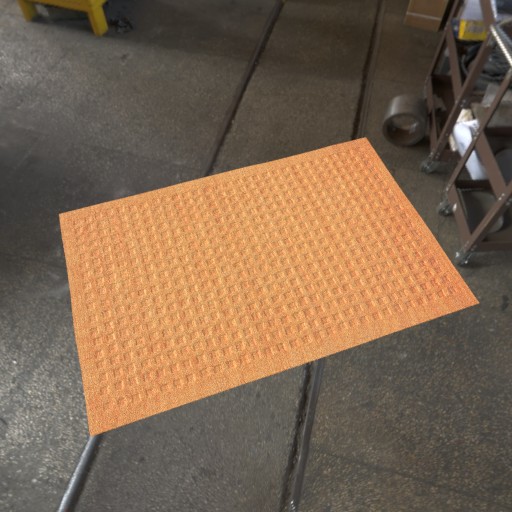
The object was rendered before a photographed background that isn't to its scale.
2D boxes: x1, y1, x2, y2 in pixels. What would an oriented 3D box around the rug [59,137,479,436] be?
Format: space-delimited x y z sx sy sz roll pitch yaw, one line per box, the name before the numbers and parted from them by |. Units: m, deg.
rug | 0.000 0.000 2.141 1.747 0.006 1.143 -16 59 -10
